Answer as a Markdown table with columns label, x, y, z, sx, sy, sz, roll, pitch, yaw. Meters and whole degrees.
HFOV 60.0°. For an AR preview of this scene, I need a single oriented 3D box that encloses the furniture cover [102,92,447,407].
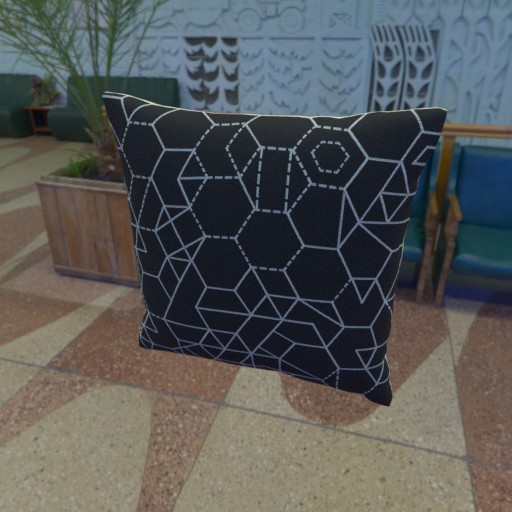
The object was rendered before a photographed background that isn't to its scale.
| label | x | y | z | sx | sy | sz | roll | pitch | yaw |
| --- | --- | --- | --- | --- | --- | --- | --- | --- | --- |
| furniture cover | 0.000 | 0.000 | 0.752 | 0.517 | 0.508 | 0.158 | 8 | 28 | 16 |
